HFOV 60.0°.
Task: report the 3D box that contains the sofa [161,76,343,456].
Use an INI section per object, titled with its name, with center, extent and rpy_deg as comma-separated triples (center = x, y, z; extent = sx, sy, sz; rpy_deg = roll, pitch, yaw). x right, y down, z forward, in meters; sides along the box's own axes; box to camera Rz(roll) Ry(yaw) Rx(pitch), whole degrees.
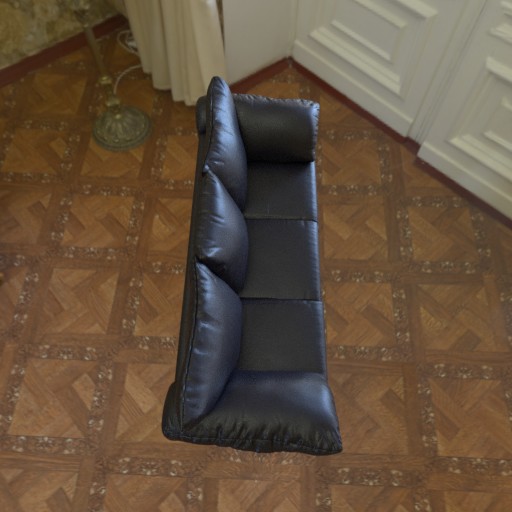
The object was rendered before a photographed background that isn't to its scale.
[sofa]
center = 0.000, 0.000, 2.832
extent = 0.880, 1.073, 2.336
rpy_deg = 1, 63, 1
